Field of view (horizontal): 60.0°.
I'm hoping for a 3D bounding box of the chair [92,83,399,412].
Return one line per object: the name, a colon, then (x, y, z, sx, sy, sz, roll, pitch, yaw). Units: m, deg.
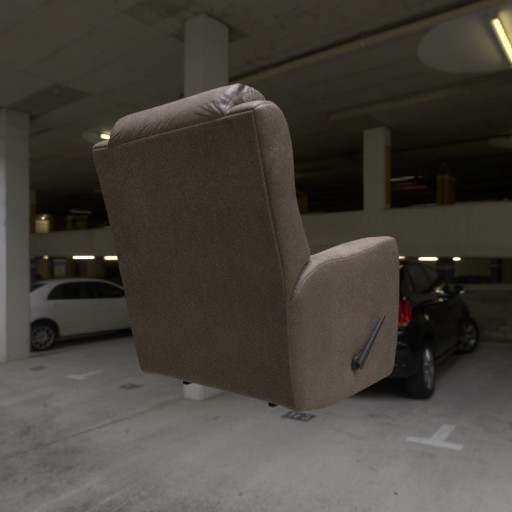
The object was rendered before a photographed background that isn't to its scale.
chair: (0.000, 0.000, 1.927, 0.967, 1.116, 1.068, 0, 0, 38)
